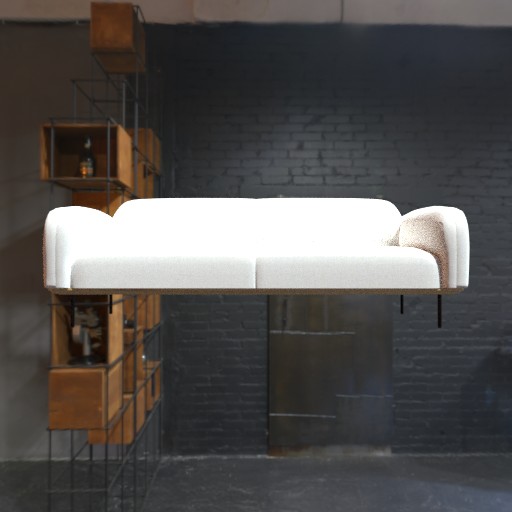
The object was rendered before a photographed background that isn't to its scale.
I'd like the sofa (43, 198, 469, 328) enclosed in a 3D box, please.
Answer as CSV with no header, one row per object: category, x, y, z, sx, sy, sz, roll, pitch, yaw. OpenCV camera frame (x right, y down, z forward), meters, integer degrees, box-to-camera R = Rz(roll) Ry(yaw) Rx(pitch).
sofa,0.000,0.000,2.702,2.280,0.780,0.870,0,-1,0
